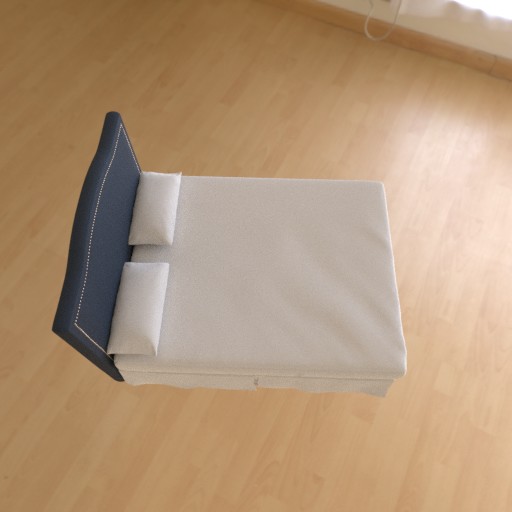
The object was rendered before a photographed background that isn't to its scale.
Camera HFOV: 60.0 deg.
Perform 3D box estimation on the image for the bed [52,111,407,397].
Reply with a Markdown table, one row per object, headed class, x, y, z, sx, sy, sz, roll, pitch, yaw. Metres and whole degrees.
| class | x | y | z | sx | sy | sz | roll | pitch | yaw |
| --- | --- | --- | --- | --- | --- | --- | --- | --- | --- |
| bed | 0.000 | 0.000 | 3.447 | 2.282 | 1.436 | 1.821 | 2 | 63 | 1 |
